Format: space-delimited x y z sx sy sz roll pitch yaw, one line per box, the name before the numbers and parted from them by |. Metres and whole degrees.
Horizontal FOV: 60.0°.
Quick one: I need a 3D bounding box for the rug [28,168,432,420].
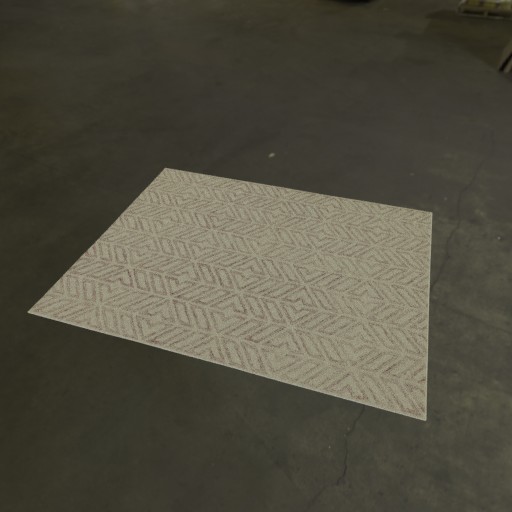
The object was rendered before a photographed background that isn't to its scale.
rug | 0.000 0.000 4.050 3.045 0.008 2.421 12 42 13
